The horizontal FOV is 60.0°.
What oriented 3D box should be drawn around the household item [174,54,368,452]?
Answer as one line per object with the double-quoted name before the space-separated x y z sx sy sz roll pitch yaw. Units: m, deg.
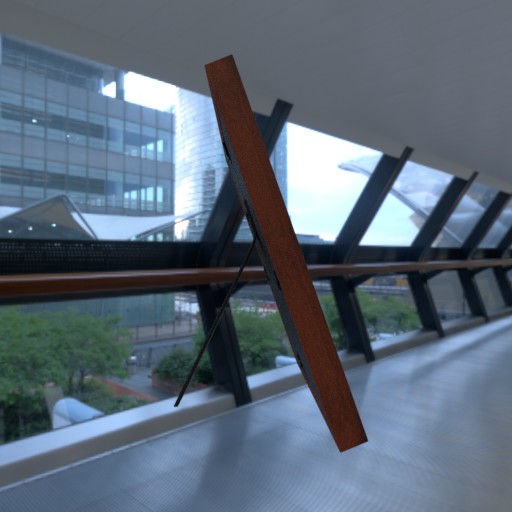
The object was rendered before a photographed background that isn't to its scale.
"household item" 0.000 0.000 0.386 0.131 0.240 0.240 0 -1 -1
